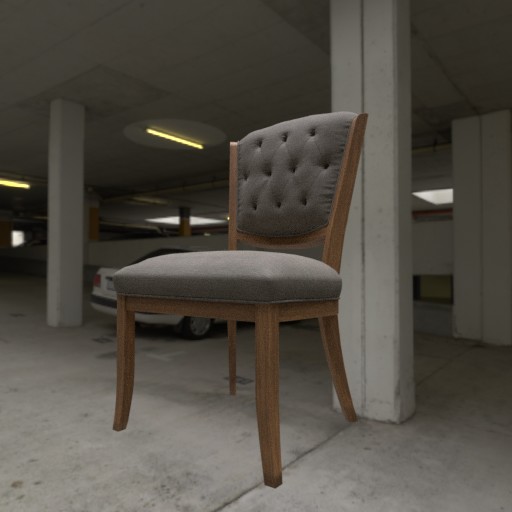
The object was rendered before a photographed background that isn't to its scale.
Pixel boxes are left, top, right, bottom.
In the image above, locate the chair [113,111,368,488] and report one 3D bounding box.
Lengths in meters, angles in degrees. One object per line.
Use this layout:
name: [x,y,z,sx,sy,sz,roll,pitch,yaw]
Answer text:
chair: [0.000,0.000,1.233,0.513,0.905,0.584,-1,-2,37]
